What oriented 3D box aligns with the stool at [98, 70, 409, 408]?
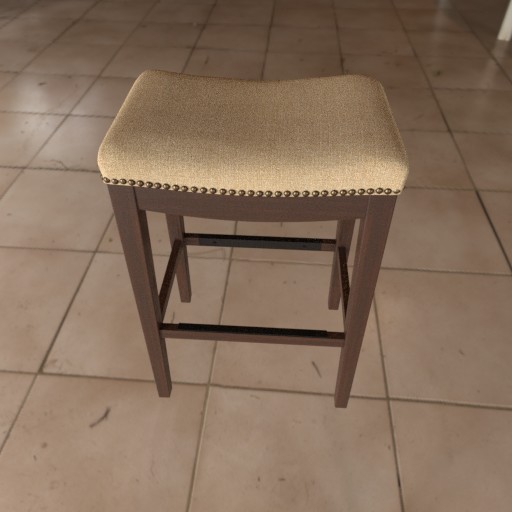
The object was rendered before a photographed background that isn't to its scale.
[{"bbox_3d":[0.000,0.000,1.055,0.509,0.768,0.363,3,45,3],"label":"stool"}]
